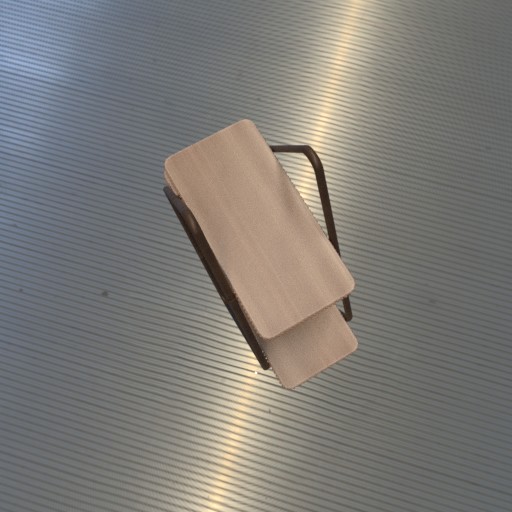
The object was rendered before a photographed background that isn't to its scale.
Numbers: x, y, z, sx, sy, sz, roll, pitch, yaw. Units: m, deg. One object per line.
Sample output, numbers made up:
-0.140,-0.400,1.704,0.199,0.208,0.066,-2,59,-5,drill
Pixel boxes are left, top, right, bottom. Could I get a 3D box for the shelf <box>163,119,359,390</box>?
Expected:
0.000,0.000,1.054,0.234,0.774,0.609,-29,77,-7,shelf
